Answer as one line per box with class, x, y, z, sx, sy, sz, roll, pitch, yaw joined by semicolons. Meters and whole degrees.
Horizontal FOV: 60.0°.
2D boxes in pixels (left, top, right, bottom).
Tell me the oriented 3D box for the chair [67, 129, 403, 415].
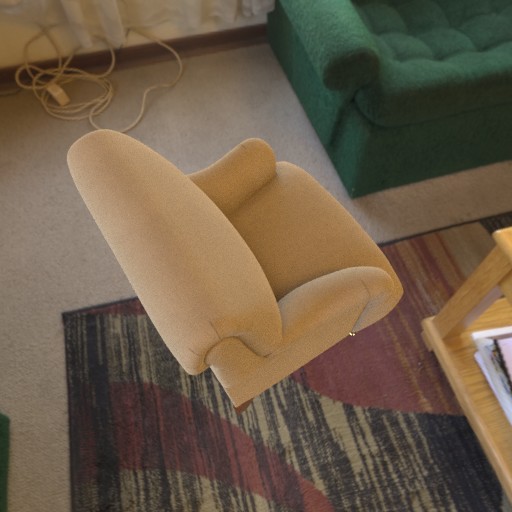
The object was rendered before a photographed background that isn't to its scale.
chair;0.000;0.000;1.544;0.842;0.942;0.766;-29;62;-17
